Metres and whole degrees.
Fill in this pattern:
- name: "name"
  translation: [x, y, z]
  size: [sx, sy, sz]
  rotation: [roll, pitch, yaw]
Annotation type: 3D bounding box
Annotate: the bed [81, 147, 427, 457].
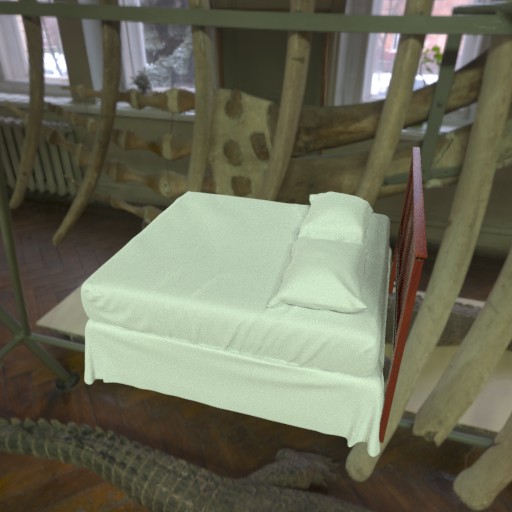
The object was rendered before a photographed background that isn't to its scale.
- name: "bed"
  translation: [0.000, 0.000, 3.152]
  size: [2.050, 1.270, 1.870]
  rotation: [9, 31, 14]
